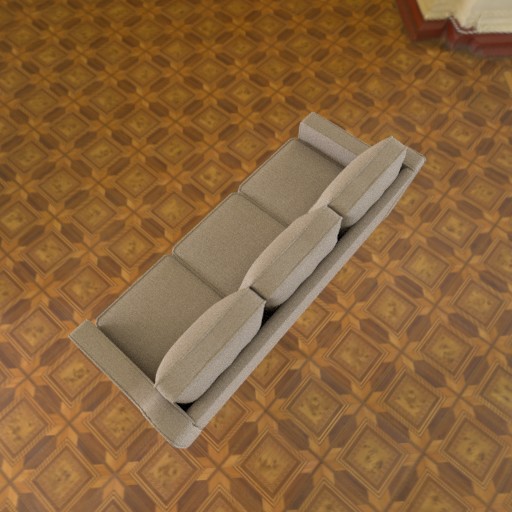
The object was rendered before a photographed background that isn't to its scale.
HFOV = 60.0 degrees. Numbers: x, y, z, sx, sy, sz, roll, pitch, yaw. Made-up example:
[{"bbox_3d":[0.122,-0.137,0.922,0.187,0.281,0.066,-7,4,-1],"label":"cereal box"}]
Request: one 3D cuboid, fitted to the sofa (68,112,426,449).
[{"bbox_3d":[0.000,0.000,2.703,0.899,0.950,2.129,38,69,17],"label":"sofa"}]
